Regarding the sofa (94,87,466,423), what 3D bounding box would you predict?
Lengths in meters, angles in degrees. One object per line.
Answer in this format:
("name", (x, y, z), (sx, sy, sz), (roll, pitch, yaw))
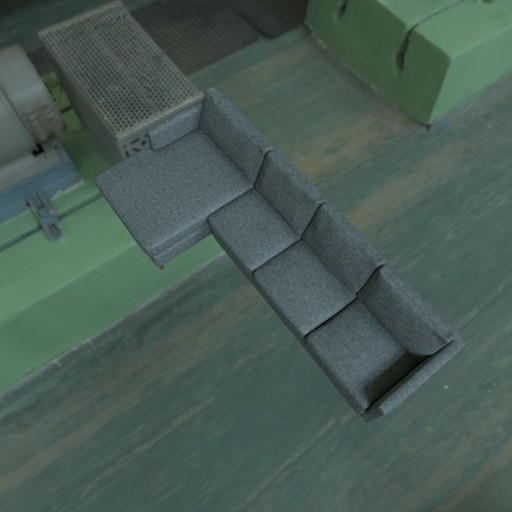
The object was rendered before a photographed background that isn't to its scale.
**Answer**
("sofa", (0.000, 0.000, 4.148), (1.635, 0.960, 3.485), (-34, 68, -16))
